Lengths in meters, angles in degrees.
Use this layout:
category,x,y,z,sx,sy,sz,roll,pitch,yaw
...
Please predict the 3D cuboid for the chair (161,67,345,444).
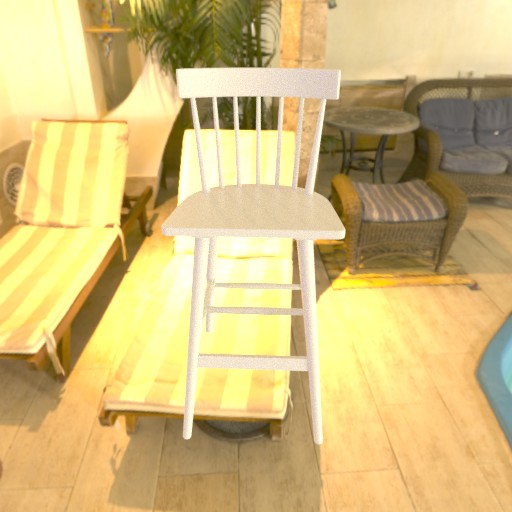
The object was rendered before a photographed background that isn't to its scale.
category,x,y,z,sx,sy,sz,roll,pitch,yaw
chair,0.000,0.000,1.434,0.483,1.092,0.572,1,30,2
